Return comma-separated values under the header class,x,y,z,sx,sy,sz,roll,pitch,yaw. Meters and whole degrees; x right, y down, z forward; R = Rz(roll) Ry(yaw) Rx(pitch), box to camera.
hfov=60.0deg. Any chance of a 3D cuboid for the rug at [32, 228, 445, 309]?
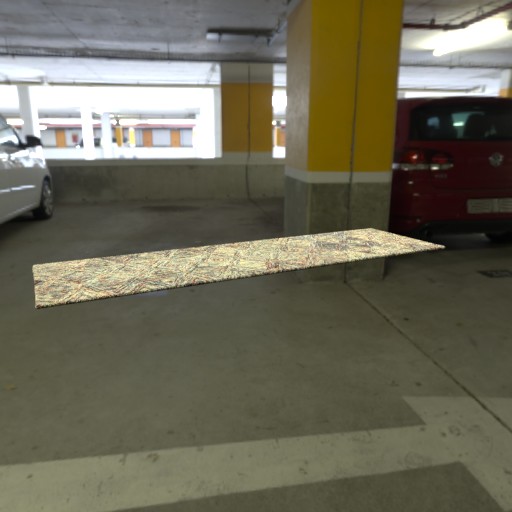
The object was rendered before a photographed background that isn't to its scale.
class,x,y,z,sx,sy,sz,roll,pitch,yaw
rug,0.000,0.000,2.537,2.292,0.015,0.688,-7,16,-26
